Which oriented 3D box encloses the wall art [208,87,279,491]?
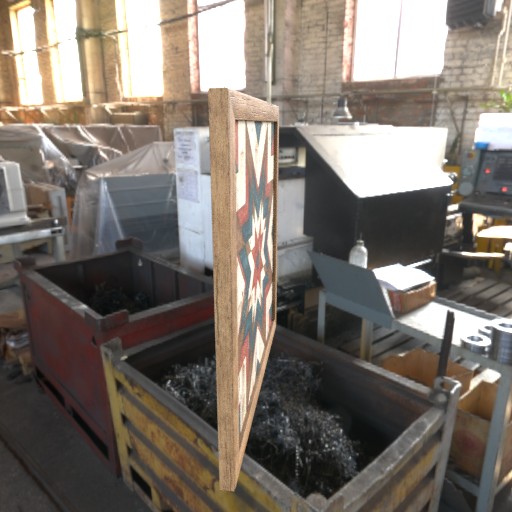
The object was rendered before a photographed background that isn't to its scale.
[{"bbox_3d":[0.000,0.000,1.040,0.029,0.691,0.695,2,17,8],"label":"wall art"}]
